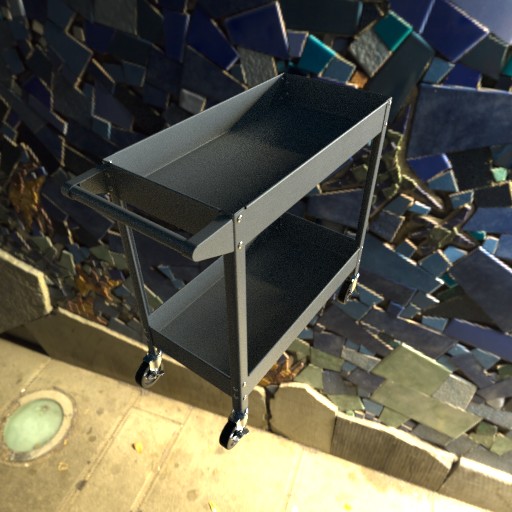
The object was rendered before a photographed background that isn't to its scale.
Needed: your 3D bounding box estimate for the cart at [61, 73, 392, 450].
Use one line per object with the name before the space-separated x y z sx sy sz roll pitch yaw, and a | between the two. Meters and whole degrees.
cart | 0.000 0.000 1.213 0.366 0.719 0.779 25 46 27
